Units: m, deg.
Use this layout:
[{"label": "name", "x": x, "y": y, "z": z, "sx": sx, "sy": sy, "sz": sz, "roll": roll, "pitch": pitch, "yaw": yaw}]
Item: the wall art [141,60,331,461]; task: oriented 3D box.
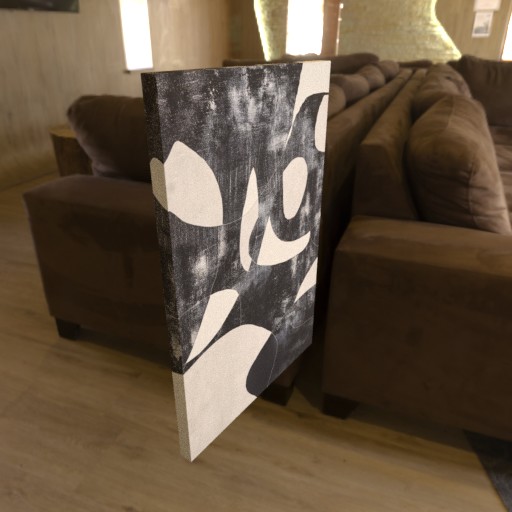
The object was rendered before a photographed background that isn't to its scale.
[{"label": "wall art", "x": 0.000, "y": 0.000, "z": 1.157, "sx": 0.041, "sy": 0.915, "sz": 0.610, "roll": 18, "pitch": 31, "yaw": 32}]
